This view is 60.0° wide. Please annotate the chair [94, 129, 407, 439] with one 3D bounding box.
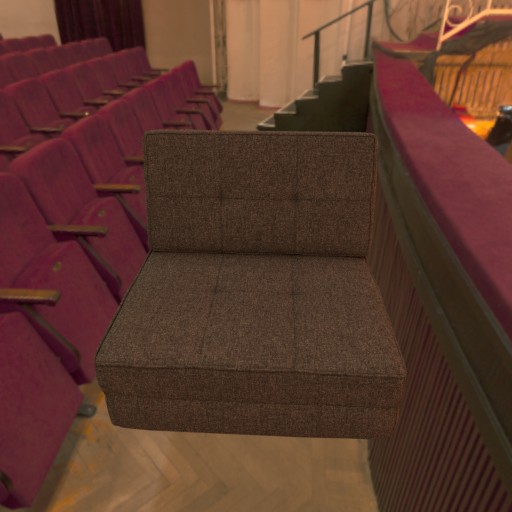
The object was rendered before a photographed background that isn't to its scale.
[{"bbox_3d":[0.000,0.000,1.301,0.740,0.615,0.800,2,30,3],"label":"chair"}]
